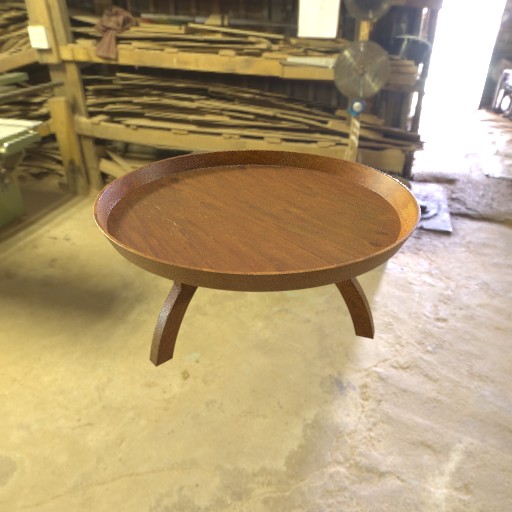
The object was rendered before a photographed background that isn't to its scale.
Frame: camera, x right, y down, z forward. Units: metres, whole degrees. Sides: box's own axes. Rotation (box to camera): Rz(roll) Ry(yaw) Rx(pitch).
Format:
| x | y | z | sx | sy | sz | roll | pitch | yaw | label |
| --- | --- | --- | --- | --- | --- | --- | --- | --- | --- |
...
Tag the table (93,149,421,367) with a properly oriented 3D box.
| x | y | z | sx | sy | sz | roll | pitch | yaw | label |
| --- | --- | --- | --- | --- | --- | --- | --- | --- | --- |
| 0.000 | 0.000 | 1.551 | 1.016 | 0.470 | 1.016 | 0 | 30 | 0 | table |
